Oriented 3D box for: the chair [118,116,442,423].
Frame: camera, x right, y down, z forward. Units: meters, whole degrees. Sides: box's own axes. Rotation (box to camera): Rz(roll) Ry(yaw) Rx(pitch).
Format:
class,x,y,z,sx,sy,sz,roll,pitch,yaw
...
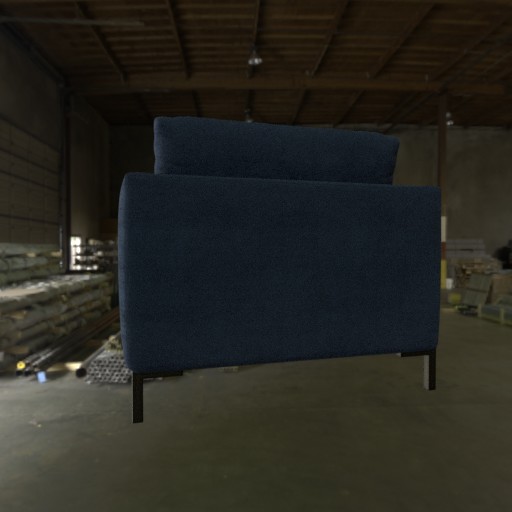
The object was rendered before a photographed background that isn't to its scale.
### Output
class,x,y,z,sx,sy,sz,roll,pitch,yaw
chair,0.000,0.000,1.631,0.964,0.812,0.875,0,1,-17
